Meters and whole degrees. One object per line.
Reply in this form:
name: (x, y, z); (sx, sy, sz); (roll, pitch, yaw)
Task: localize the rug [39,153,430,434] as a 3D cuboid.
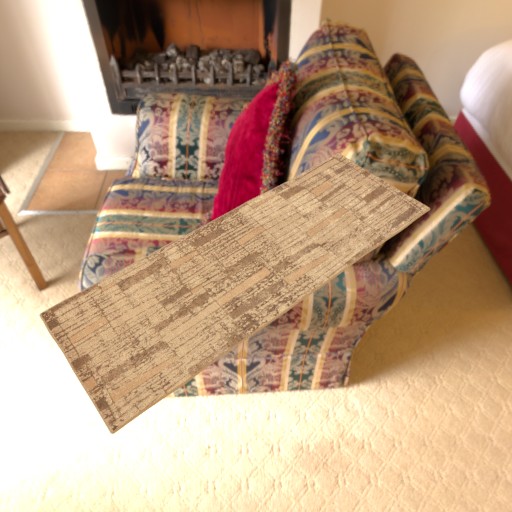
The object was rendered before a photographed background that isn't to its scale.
rug: (0.000, 0.000, 2.710); (2.383, 0.018, 0.857); (-31, 55, -26)
